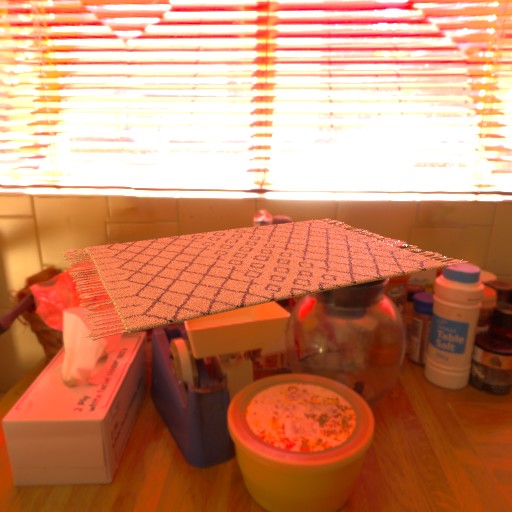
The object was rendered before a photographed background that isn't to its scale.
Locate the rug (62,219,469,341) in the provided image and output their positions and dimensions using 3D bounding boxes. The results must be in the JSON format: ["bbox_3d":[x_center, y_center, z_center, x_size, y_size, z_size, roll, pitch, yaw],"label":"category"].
[{"bbox_3d":[0.000,0.000,3.327,2.615,0.029,1.664,-9,19,-26],"label":"rug"}]
